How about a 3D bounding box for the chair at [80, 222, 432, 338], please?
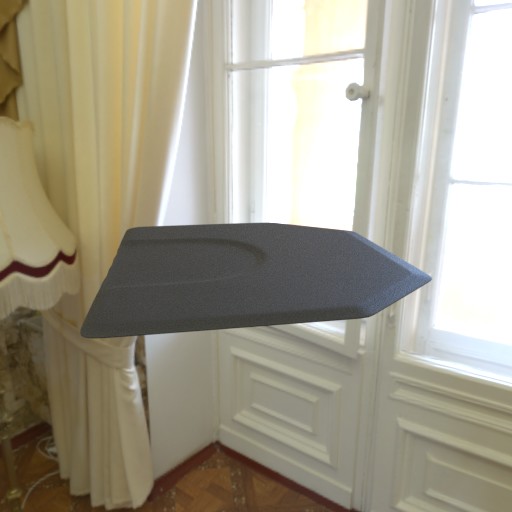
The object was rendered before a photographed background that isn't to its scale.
[{"bbox_3d":[0.000,0.000,1.929,1.219,0.024,1.372,-3,16,-10],"label":"chair"}]
